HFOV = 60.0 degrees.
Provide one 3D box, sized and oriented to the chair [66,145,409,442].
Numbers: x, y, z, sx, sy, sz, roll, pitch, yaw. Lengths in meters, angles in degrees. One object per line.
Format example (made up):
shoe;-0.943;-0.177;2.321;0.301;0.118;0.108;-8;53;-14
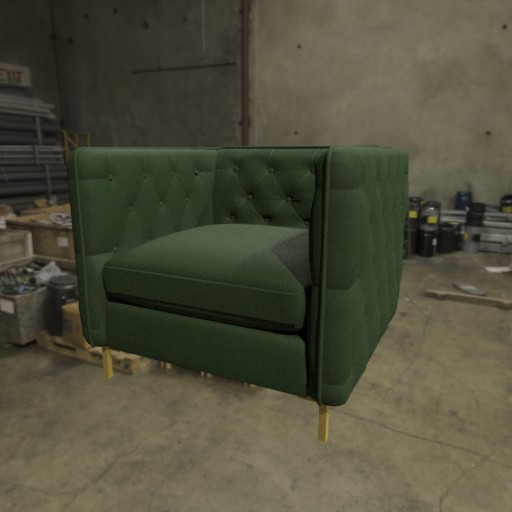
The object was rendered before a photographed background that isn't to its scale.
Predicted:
chair;0.000;0.000;1.569;0.917;0.768;0.855;6;15;26
